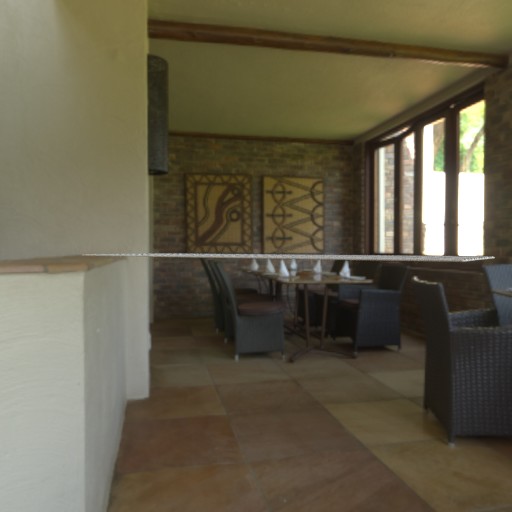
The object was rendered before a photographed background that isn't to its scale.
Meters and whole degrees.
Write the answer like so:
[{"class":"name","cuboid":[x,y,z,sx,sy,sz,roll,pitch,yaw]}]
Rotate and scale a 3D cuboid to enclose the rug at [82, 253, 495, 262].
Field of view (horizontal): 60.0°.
[{"class":"rug","cuboid":[0.000,0.000,2.649,2.435,0.009,0.750,1,1,36]}]
